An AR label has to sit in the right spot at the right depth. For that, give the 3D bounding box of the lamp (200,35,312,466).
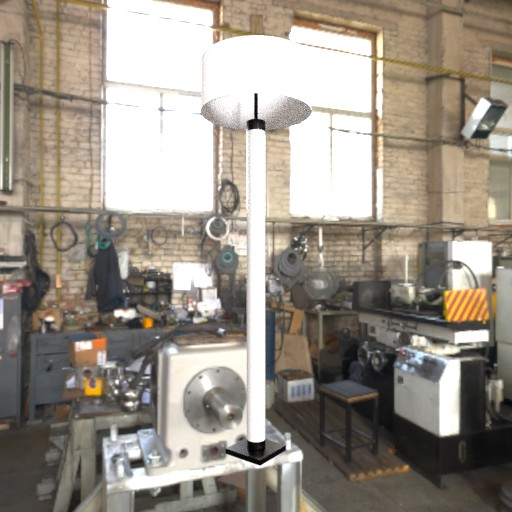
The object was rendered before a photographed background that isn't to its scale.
[{"bbox_3d":[0.000,0.000,1.668,0.420,1.475,0.420,-1,-1,38],"label":"lamp"}]
